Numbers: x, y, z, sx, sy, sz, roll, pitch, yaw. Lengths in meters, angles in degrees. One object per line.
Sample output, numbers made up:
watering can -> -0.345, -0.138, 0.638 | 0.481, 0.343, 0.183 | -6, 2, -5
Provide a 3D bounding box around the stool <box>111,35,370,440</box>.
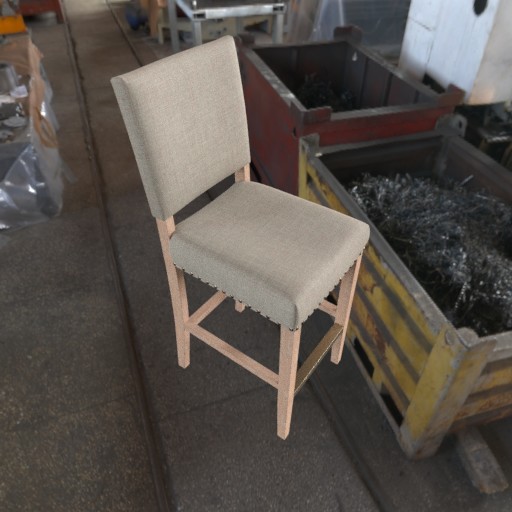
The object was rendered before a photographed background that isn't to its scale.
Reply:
stool -> 0.000, 0.000, 1.457 | 0.585, 1.173, 0.445 | 26, 47, 26
